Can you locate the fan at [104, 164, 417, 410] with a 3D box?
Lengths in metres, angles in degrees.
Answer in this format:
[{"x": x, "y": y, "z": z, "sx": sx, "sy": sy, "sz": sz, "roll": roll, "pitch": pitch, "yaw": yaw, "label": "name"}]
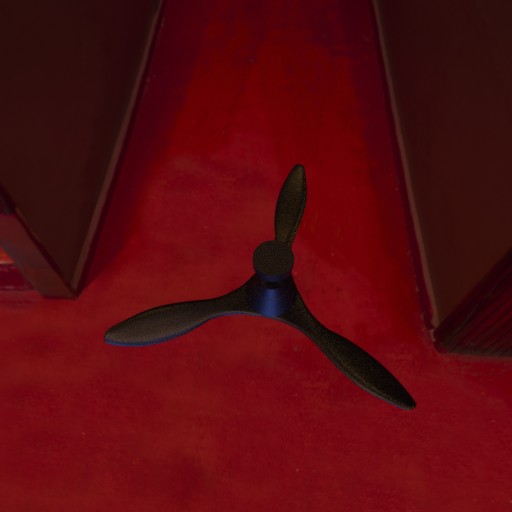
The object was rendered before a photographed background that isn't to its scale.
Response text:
[{"x": 0.000, "y": 0.000, "z": 1.651, "sx": 1.067, "sy": 0.305, "sz": 1.067, "roll": 1, "pitch": 59, "yaw": 0, "label": "fan"}]
